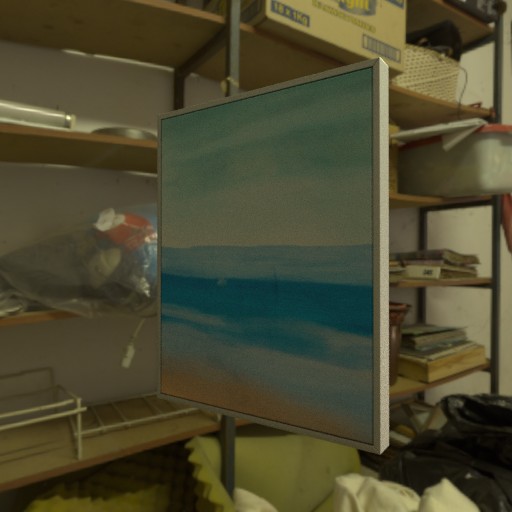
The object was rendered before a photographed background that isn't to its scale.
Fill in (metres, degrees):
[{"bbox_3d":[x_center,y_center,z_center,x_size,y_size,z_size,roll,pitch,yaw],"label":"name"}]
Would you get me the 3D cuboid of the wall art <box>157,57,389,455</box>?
[{"bbox_3d":[0.000,0.000,0.758,0.445,0.553,0.039,0,0,34],"label":"wall art"}]
